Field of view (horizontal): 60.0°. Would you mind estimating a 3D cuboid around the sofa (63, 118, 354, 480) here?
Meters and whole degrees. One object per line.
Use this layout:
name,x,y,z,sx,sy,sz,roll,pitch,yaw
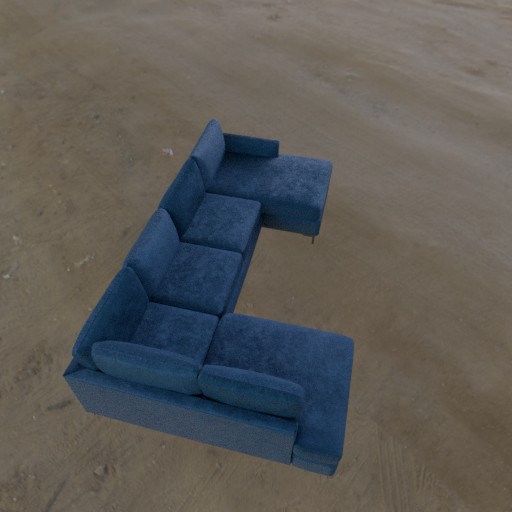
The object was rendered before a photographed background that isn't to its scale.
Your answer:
sofa,0.000,0.000,4.308,2.055,0.992,3.434,10,48,9
